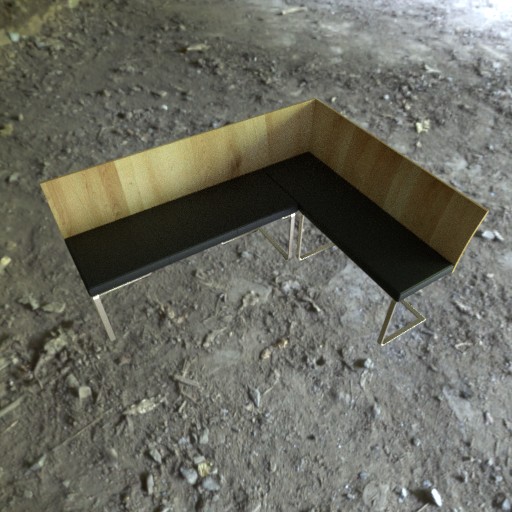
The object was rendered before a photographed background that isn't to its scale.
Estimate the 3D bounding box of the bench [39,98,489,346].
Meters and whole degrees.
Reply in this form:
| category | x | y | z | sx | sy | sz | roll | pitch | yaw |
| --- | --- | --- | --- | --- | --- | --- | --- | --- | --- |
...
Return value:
| category | x | y | z | sx | sy | sz | roll | pitch | yaw |
| --- | --- | --- | --- | --- | --- | --- | --- | --- | --- |
| bench | 0.000 | 0.000 | 2.738 | 1.945 | 0.930 | 1.495 | -24 | 50 | -22 |
